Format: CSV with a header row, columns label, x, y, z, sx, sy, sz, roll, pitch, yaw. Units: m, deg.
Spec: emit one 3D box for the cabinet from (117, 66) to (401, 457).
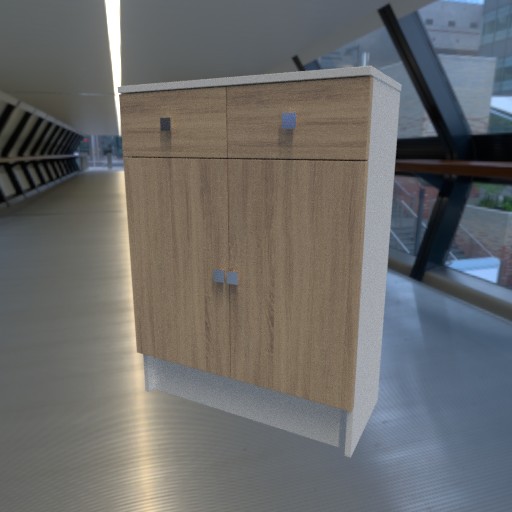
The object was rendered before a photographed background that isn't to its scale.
label,x,y,z,sx,sy,sz,roll,pitch,yaw
cabinet,0.000,0.000,1.126,0.600,0.815,0.296,7,16,27
